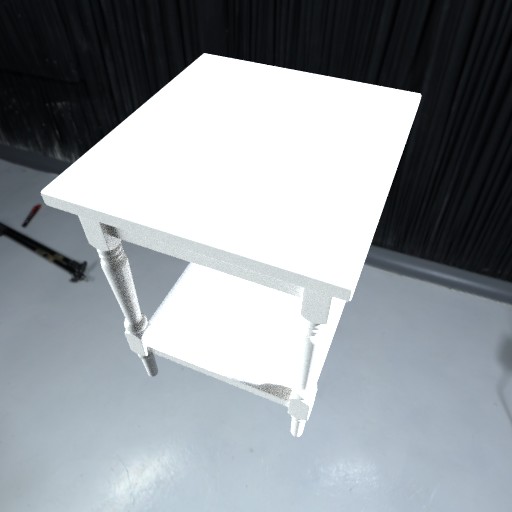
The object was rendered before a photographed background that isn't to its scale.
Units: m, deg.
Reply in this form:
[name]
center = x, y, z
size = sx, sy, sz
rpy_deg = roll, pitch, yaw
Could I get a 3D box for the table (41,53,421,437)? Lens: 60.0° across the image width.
[table]
center = 0.000, 0.000, 0.910
size = 0.442, 0.565, 0.488
rpy_deg = 17, 50, 15
